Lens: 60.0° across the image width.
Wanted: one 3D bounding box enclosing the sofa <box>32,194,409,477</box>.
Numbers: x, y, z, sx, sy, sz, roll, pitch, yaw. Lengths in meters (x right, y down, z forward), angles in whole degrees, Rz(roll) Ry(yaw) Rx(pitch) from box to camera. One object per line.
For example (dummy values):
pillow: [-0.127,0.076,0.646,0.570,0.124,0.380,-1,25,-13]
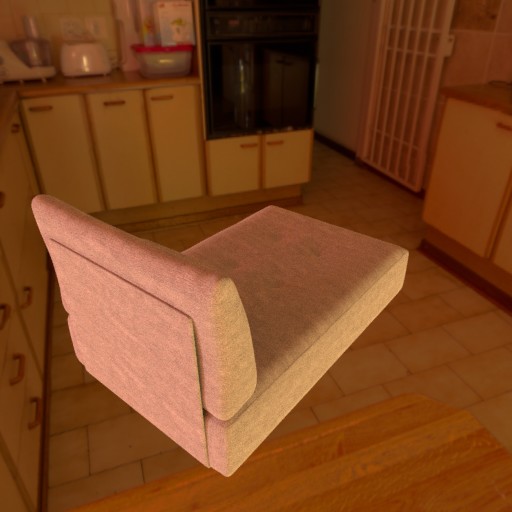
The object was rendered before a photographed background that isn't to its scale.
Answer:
sofa: [0.000,0.000,1.988,0.930,0.820,1.450,22,37,33]
